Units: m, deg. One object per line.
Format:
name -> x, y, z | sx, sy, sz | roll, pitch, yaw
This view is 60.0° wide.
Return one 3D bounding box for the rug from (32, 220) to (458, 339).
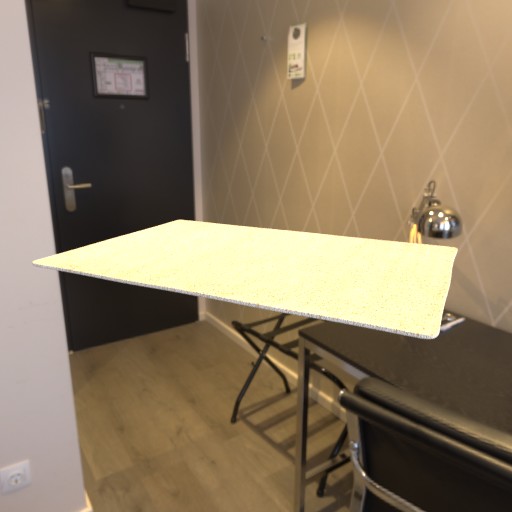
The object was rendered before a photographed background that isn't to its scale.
rug -> 0.000, 0.000, 3.331 | 2.698, 0.025, 1.798 | 7, 17, 25
